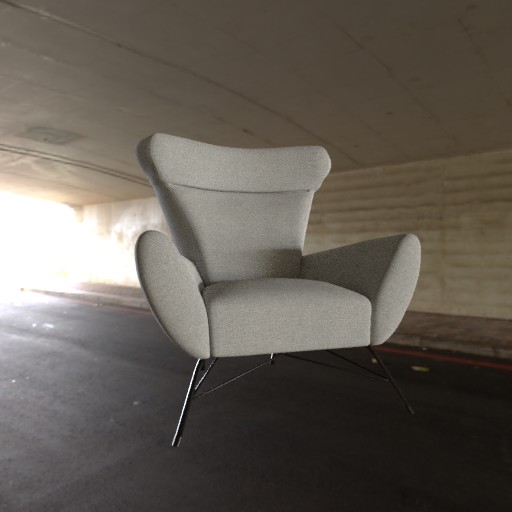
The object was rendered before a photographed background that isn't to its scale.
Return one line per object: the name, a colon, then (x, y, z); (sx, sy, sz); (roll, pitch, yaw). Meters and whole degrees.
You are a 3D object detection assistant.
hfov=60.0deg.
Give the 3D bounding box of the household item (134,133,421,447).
household item: (0.000, 0.000, 1.780); (0.980, 1.050, 0.900); (0, 1, -18)
